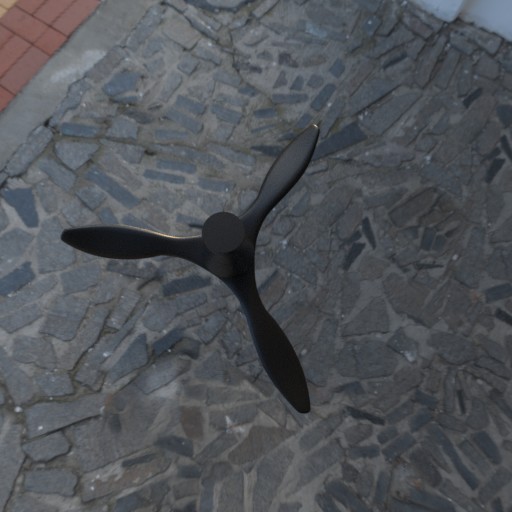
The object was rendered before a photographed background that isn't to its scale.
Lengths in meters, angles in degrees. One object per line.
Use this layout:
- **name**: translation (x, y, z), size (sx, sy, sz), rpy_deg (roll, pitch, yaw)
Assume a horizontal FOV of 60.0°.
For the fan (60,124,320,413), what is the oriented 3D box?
- **fan**: translation (0.000, 0.000, 1.571), size (1.067, 0.305, 1.067), rpy_deg (-36, 79, -9)
